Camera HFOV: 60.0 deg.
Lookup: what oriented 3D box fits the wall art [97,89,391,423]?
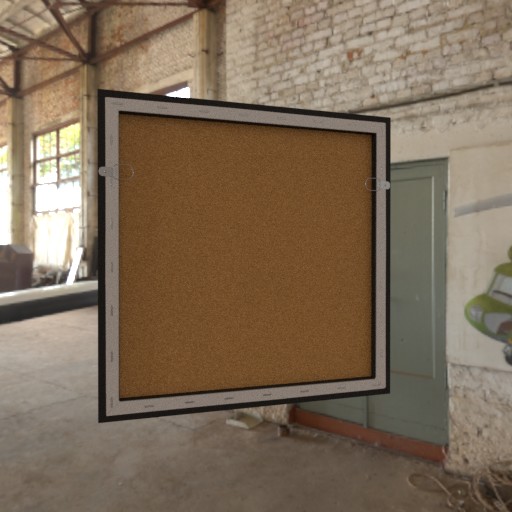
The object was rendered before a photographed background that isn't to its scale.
[{"bbox_3d":[0.000,0.000,1.129,0.758,0.758,0.044,0,0,-16],"label":"wall art"}]
